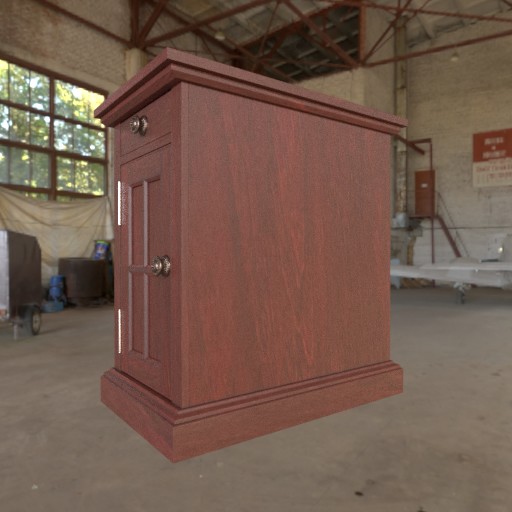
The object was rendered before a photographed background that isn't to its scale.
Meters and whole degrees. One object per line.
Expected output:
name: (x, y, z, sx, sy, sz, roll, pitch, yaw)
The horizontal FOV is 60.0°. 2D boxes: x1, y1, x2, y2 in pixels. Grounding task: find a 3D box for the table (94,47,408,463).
table: (0.000, 0.000, 0.963, 0.584, 0.612, 0.356, 0, 0, -37)
